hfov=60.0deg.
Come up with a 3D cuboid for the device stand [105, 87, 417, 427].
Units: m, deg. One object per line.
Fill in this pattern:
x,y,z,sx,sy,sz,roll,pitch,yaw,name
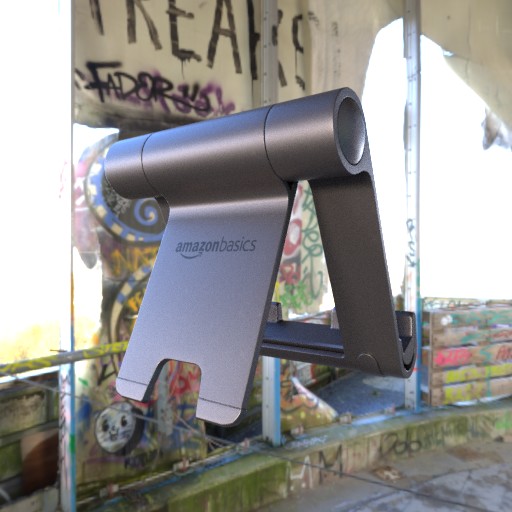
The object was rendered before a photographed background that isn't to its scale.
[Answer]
0.000,0.000,0.150,0.088,0.084,0.079,0,0,36,device stand
